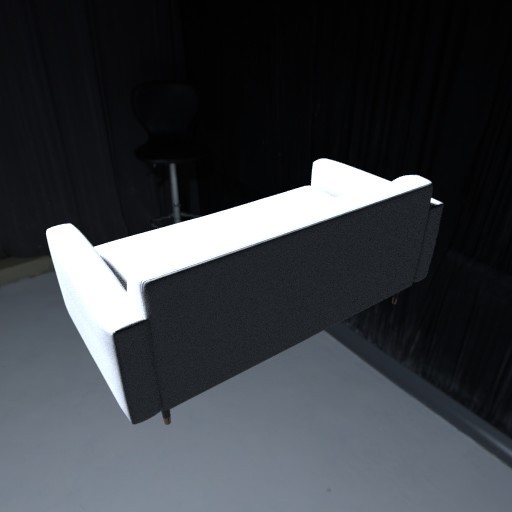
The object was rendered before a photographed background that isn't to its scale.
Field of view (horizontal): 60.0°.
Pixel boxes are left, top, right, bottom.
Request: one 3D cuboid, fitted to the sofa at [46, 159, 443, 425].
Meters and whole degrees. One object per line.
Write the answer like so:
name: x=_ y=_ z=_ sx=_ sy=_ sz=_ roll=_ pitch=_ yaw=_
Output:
sofa: x=0.000 y=0.000 z=2.418 sx=1.895 sy=0.814 sz=0.969 roll=-20 pitch=36 yaw=-30
